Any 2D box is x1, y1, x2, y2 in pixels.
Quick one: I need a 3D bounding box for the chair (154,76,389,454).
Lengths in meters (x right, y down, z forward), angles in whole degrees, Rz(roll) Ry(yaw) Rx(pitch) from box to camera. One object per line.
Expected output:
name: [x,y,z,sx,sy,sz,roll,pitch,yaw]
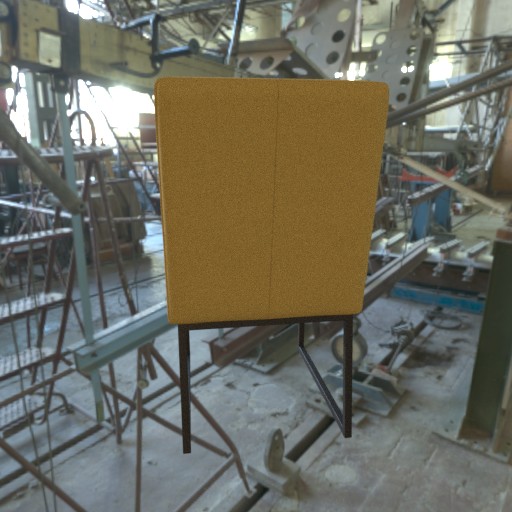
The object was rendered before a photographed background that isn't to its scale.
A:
chair: [0.000,0.000,1.329,0.520,0.930,0.634,-2,14,-8]
